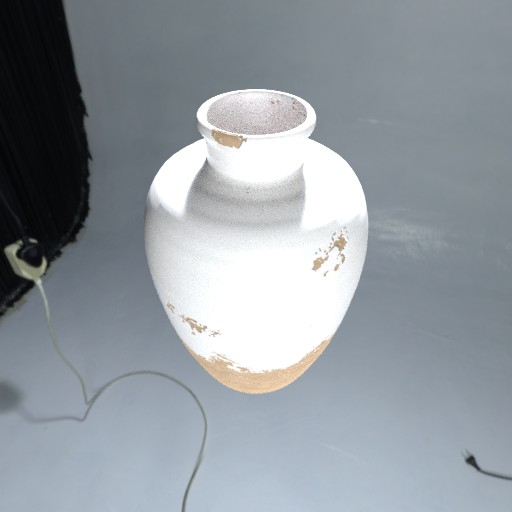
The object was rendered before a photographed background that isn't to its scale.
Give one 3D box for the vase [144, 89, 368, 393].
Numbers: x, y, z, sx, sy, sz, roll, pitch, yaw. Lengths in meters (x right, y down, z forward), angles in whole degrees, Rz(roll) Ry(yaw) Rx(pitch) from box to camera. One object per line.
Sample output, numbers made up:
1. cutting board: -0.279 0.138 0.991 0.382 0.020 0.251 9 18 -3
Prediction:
1. vase: 0.000 0.000 0.337 0.158 0.228 0.158 0 41 0
